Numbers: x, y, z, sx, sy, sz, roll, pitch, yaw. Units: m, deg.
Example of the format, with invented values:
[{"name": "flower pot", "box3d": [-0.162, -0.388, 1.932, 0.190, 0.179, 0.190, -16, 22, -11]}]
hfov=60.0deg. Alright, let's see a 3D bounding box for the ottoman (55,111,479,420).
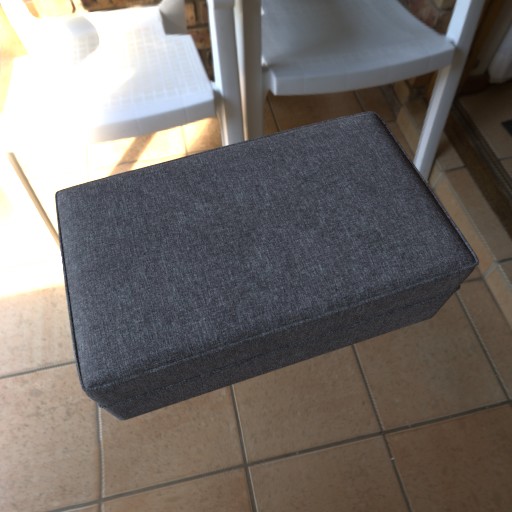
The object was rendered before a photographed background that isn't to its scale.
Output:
[{"name": "ottoman", "box3d": [0.000, 0.000, 1.531, 1.184, 0.487, 0.717, -16, 61, -9]}]
